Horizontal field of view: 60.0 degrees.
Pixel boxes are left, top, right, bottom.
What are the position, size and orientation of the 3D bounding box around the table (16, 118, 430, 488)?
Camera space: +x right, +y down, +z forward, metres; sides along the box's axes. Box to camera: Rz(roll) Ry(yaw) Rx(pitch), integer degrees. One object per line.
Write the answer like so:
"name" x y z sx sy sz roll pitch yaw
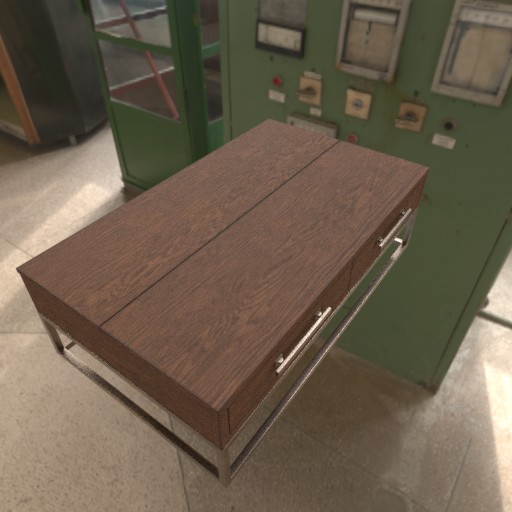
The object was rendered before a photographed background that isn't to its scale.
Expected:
"table" 0.000 0.000 1.483 0.719 0.361 1.167 26 47 27
